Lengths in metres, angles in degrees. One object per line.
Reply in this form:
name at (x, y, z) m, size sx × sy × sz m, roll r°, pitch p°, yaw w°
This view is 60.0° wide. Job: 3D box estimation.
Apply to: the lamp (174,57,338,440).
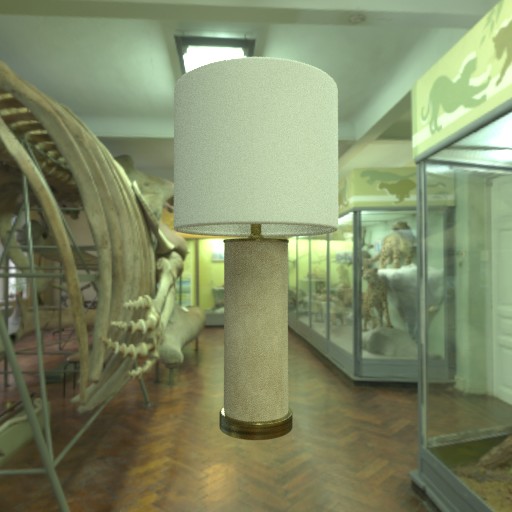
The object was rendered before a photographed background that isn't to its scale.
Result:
lamp at (0.000, 0.000, 0.833) m, size 0.305 × 0.634 × 0.305 m, roll 1°, pitch -2°, yaw -35°
